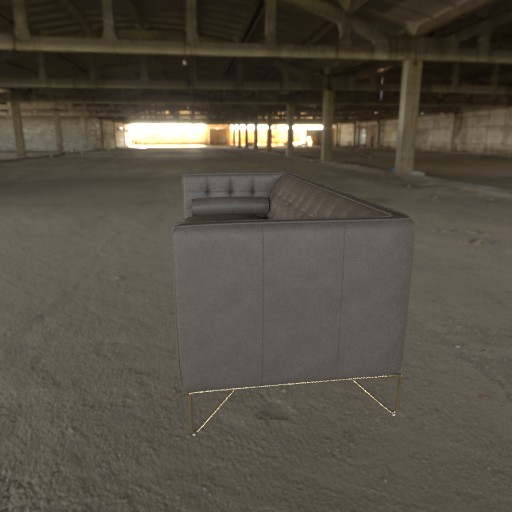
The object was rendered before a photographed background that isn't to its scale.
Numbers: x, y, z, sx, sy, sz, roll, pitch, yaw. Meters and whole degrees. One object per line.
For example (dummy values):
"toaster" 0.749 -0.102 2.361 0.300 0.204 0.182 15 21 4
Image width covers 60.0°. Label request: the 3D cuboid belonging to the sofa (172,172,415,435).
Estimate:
"sofa" 0.000 0.000 2.541 0.867 0.789 2.087 -2 15 -8
